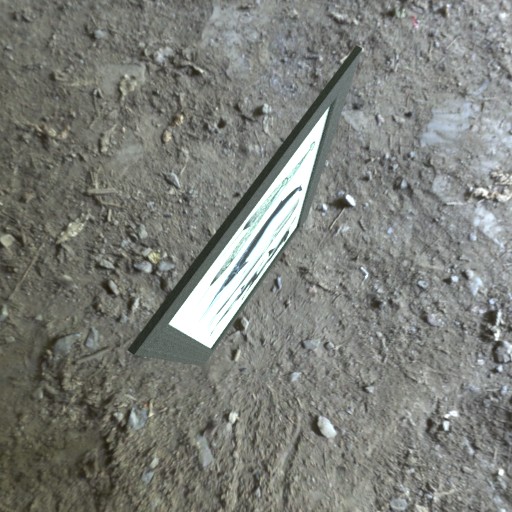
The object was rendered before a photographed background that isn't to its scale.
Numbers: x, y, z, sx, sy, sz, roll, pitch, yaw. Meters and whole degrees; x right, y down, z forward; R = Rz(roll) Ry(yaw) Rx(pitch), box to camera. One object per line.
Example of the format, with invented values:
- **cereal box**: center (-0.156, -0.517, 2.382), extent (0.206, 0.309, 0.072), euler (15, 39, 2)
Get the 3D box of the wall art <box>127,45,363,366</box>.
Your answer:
- **wall art**: center (0.000, 0.000, 1.440), extent (0.016, 1.116, 0.810), euler (34, 78, 8)
